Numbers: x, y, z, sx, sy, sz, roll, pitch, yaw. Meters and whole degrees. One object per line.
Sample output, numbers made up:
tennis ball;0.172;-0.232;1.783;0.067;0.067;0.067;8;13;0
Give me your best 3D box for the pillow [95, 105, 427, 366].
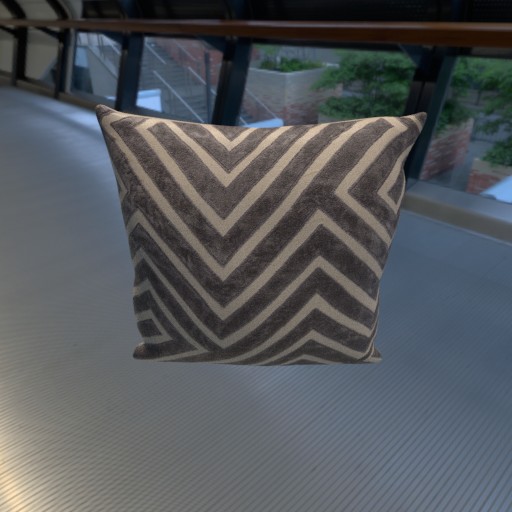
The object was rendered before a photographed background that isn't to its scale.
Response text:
pillow;0.000;0.000;0.674;0.440;0.441;0.182;1;30;1
